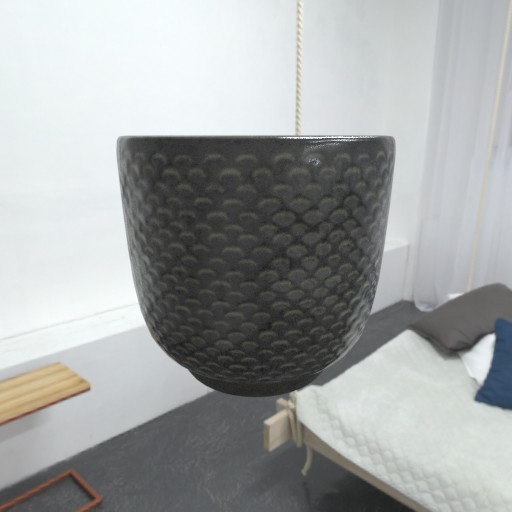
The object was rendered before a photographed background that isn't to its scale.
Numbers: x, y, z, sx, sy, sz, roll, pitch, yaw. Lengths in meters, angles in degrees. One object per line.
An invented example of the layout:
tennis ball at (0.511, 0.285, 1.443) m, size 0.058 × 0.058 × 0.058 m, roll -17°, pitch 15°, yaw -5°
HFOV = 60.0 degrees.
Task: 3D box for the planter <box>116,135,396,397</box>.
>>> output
planter at (0.000, 0.000, 0.246) m, size 0.140 × 0.129 × 0.140 m, roll 0°, pitch 15°, yaw 0°
